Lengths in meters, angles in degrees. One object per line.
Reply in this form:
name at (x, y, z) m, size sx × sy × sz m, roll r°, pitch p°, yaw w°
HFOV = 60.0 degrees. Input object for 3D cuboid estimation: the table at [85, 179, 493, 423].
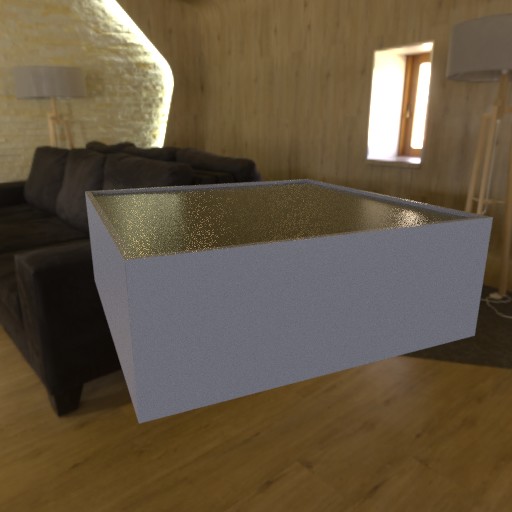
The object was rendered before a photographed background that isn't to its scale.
table at (0.000, 0.000, 1.226) m, size 0.801 × 0.299 × 0.801 m, roll -7°, pitch 18°, yaw -23°
